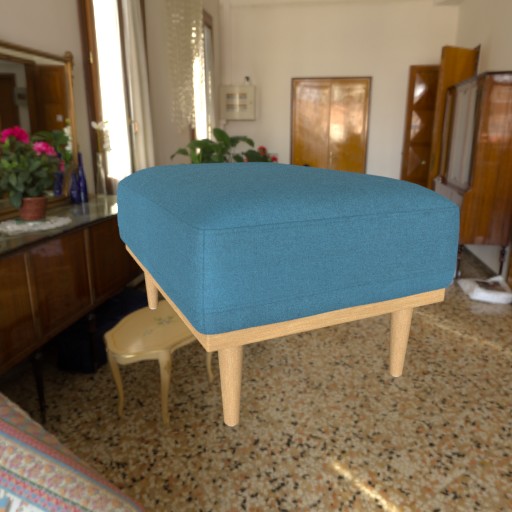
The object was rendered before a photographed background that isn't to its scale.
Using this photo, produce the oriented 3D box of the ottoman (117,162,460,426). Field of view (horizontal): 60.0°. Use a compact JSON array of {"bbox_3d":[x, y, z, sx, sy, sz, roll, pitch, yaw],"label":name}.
[{"bbox_3d":[0.000,0.000,1.089,0.549,0.428,0.749,-7,17,-25],"label":"ottoman"}]
